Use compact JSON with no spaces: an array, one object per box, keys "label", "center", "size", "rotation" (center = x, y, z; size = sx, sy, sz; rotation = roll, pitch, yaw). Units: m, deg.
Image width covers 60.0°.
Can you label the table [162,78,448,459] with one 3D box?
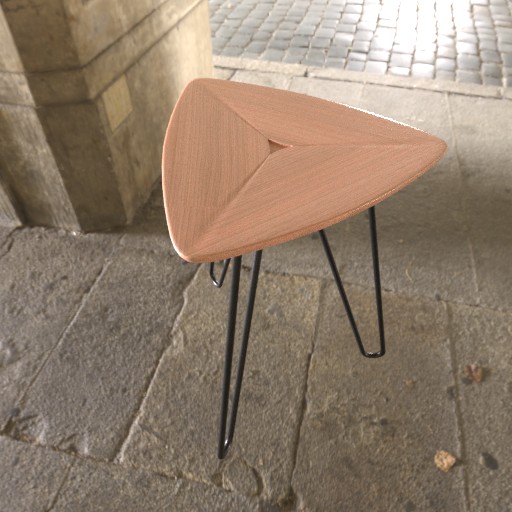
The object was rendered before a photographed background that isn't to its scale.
[{"label":"table","center":[0.000,0.000,0.878],"size":[0.442,0.564,0.455],"rotation":[-25,51,-22]}]
